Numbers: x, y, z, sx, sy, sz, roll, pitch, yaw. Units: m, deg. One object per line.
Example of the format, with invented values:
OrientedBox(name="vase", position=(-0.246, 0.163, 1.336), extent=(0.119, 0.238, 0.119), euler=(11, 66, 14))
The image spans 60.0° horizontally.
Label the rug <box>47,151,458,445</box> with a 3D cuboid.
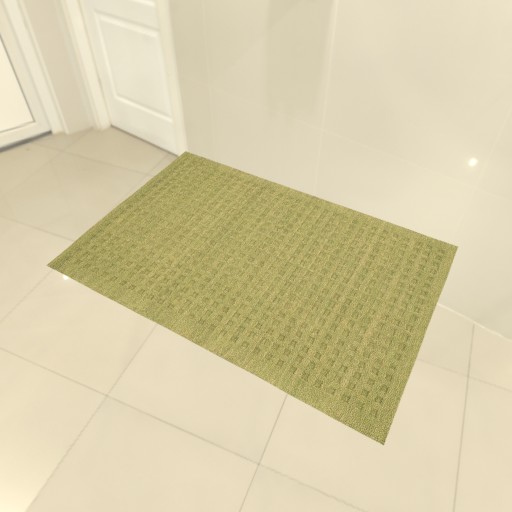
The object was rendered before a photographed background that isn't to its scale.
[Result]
OrientedBox(name="rug", position=(0.000, 0.000, 2.954), extent=(2.297, 0.007, 1.529), euler=(23, 51, 20))
